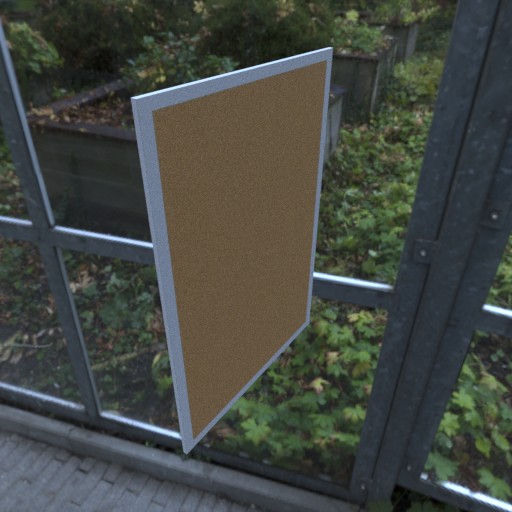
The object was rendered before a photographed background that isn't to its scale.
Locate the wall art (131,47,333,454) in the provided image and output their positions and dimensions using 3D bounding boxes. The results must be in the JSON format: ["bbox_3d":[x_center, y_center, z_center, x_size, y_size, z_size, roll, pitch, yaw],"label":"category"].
[{"bbox_3d":[0.000,0.000,1.179,0.013,0.940,0.659,22,39,30],"label":"wall art"}]
